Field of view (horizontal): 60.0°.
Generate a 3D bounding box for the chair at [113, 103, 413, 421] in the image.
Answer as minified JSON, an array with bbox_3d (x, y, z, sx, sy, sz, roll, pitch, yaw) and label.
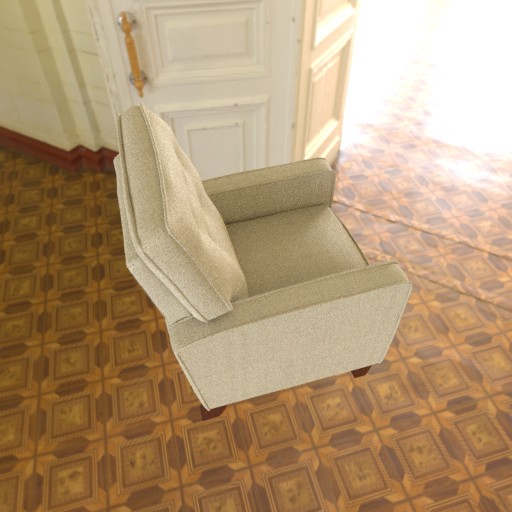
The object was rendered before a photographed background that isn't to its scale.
[{"bbox_3d":[0.000,0.000,1.449,0.754,0.888,0.648,-12,47,-11],"label":"chair"}]
